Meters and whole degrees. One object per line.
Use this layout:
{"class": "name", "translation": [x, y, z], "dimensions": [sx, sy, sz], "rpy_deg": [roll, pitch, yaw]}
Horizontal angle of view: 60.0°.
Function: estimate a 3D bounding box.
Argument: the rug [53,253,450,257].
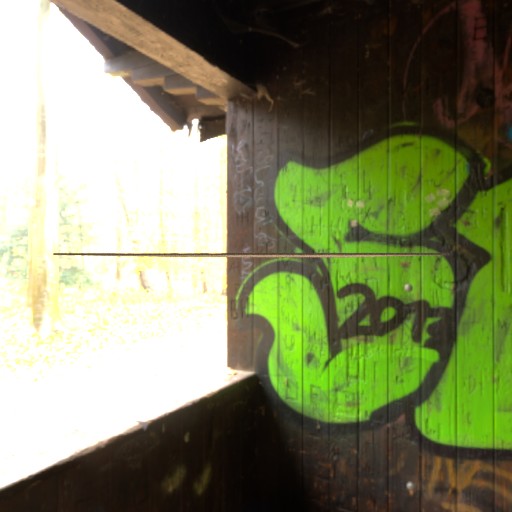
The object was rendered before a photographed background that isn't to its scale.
{"class": "rug", "translation": [0.000, 0.000, 4.300], "dimensions": [2.393, 0.013, 3.307], "rpy_deg": [0, 0, 1]}
